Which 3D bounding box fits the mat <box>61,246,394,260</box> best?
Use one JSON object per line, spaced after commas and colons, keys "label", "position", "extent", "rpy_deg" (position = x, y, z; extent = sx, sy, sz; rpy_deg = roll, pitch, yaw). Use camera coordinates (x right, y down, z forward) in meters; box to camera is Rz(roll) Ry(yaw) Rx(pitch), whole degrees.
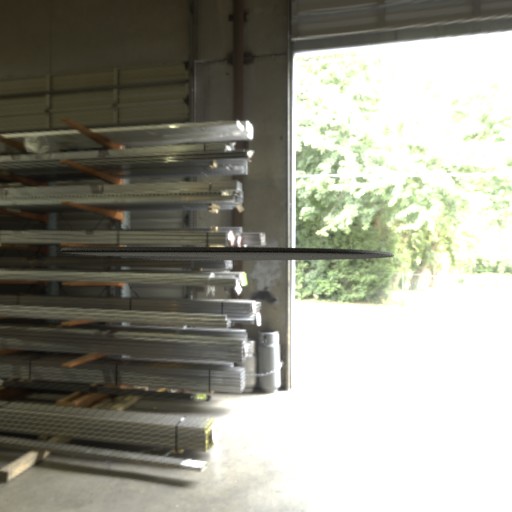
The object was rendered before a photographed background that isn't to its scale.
{"label": "mat", "position": [0.000, 0.000, 1.590], "extent": [0.917, 0.016, 1.220], "rpy_deg": [0, -1, -1]}
